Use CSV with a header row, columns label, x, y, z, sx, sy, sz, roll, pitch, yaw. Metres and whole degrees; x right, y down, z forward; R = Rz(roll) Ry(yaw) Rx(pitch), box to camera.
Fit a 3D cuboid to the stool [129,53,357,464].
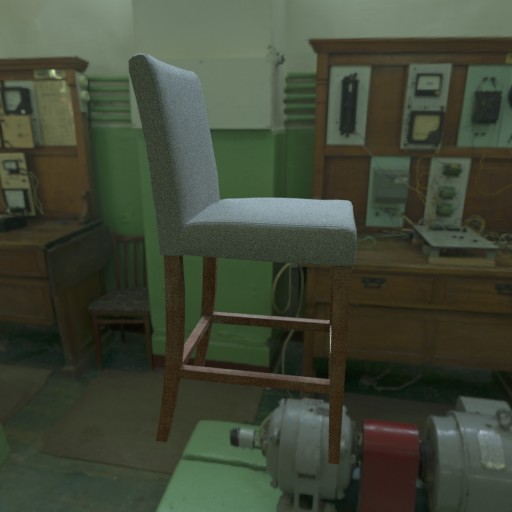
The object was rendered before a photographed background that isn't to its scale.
label,x,y,z,sx,sy,sz,roll,pitch,yaw
stool,0.000,0.000,1.345,0.570,1.088,0.439,3,17,9
